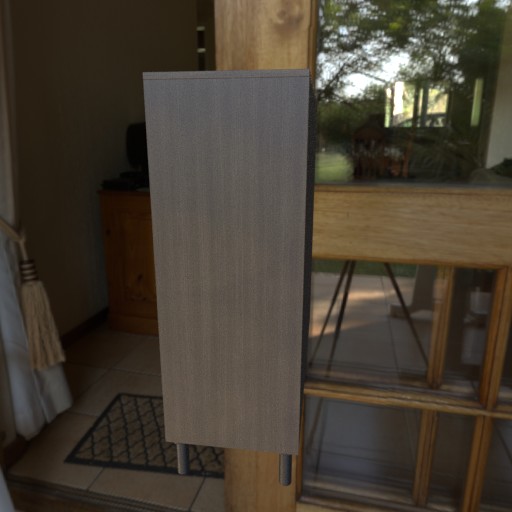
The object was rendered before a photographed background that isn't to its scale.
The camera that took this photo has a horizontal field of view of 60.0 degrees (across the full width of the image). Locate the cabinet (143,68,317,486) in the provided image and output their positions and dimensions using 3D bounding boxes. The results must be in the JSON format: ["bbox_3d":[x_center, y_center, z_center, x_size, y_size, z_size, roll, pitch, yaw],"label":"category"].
[{"bbox_3d":[0.000,0.000,1.673,0.400,1.170,1.010,2,15,8],"label":"cabinet"}]
